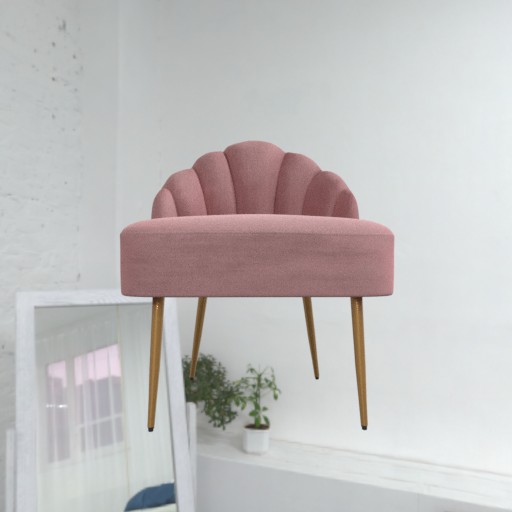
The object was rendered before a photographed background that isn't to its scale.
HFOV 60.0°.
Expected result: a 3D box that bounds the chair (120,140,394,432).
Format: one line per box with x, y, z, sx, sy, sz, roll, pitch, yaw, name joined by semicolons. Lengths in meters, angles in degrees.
0.000;0.000;1.273;0.657;0.819;0.599;0;-1;-1;chair
